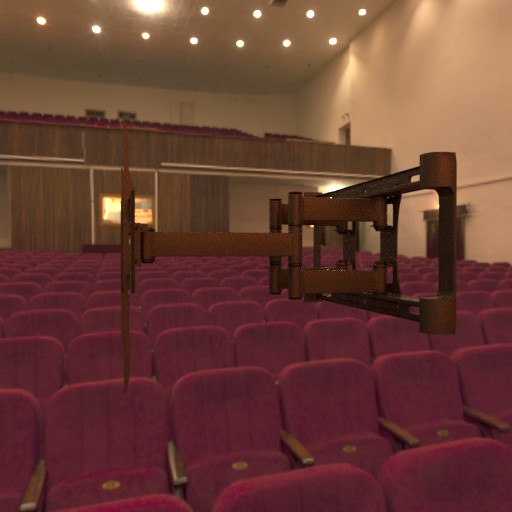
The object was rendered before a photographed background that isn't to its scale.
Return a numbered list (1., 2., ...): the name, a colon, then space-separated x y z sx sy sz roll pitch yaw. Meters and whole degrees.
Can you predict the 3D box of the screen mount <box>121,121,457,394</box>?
1. screen mount: 0.000 0.000 1.104 0.644 0.491 0.661 0 0 -17
